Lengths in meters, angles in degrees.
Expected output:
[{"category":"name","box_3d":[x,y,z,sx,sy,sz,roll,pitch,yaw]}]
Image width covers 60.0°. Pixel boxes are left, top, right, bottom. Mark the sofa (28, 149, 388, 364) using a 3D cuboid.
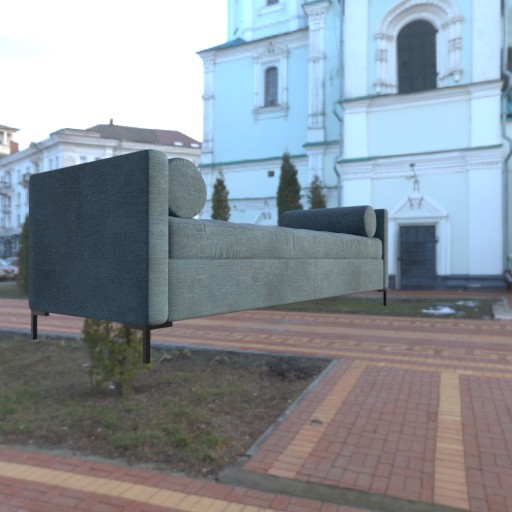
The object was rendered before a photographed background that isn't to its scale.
[{"category":"sofa","box_3d":[0.000,0.000,2.262,0.686,0.635,1.981,0,0,36]}]
